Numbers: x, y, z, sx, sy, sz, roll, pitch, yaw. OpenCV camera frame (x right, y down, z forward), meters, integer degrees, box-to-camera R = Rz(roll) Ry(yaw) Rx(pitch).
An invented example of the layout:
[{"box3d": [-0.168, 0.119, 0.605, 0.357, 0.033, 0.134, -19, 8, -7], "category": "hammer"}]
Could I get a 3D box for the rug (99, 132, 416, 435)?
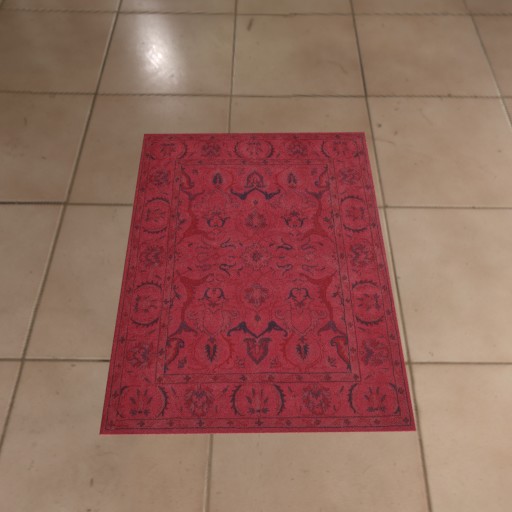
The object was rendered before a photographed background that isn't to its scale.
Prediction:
[{"box3d": [0.000, 0.000, 3.914, 2.300, 0.012, 2.929, -1, 61, 0], "category": "rug"}]
